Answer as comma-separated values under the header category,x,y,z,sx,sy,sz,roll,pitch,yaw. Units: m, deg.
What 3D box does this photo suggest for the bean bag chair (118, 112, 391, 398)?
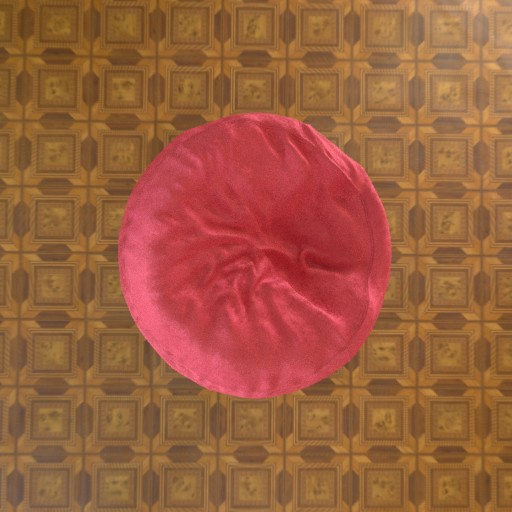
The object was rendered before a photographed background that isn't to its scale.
category,x,y,z,sx,sy,sz,roll,pitch,yaw
bean bag chair,0.000,0.000,1.997,1.218,0.788,1.218,0,89,-1
